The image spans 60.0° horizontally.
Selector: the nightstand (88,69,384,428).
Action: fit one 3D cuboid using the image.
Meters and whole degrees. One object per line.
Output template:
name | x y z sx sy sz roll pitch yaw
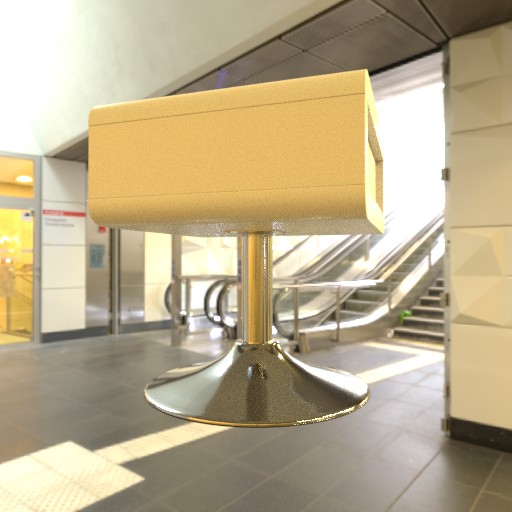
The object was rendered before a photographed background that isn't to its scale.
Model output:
nightstand | 0.000 0.000 0.761 0.404 0.447 0.399 0 0 19
